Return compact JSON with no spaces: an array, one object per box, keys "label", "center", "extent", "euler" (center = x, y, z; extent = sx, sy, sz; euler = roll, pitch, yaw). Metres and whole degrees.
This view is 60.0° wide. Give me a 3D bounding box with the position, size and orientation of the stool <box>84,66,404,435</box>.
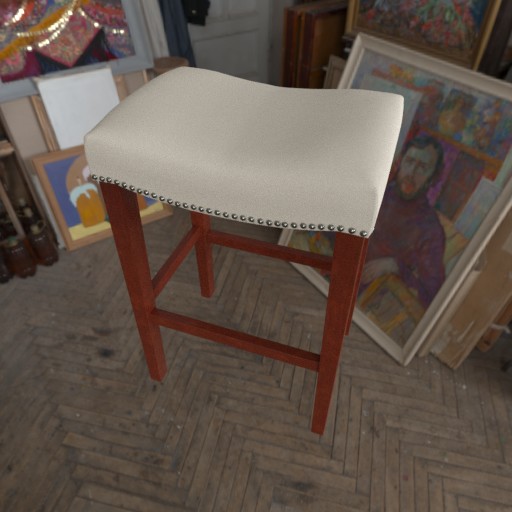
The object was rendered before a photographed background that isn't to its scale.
[{"label":"stool","center":[0.000,0.000,1.032],"extent":[0.504,0.742,0.372],"euler":[13,43,14]}]
